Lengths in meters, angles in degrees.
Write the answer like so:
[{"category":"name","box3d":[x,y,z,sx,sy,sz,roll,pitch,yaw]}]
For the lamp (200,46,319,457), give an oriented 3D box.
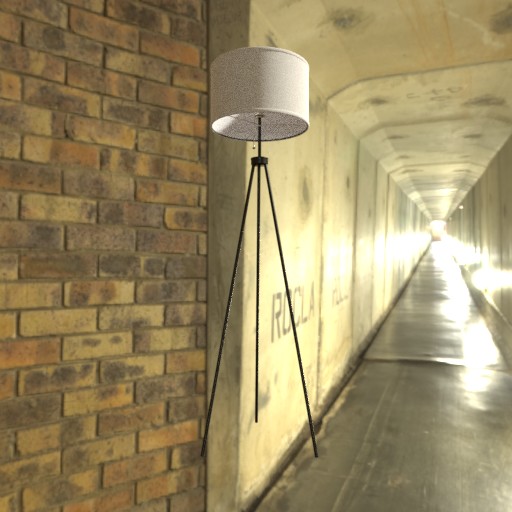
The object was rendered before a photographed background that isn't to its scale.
[{"category":"lamp","box3d":[0.000,0.000,1.809,0.458,1.545,0.448,1,-1,-36]}]
